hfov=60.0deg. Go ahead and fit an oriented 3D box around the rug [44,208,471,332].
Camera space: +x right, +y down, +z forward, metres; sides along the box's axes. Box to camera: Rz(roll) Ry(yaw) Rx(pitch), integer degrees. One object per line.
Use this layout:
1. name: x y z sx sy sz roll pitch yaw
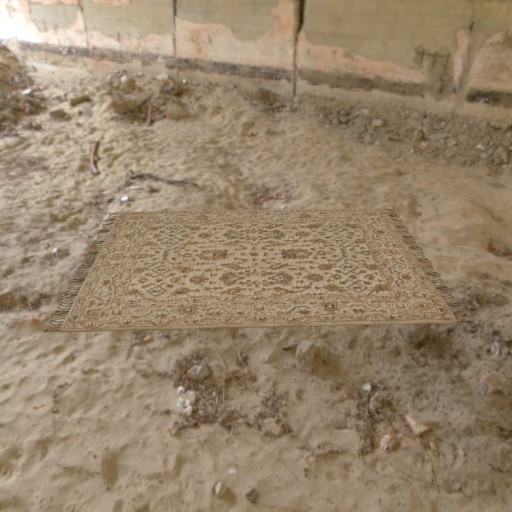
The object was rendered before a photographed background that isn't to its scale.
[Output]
1. rug: 0.000 0.000 3.138 2.434 0.027 1.529 -1 31 -2
